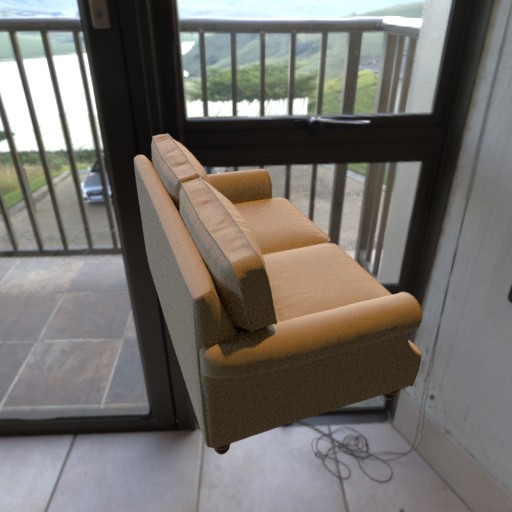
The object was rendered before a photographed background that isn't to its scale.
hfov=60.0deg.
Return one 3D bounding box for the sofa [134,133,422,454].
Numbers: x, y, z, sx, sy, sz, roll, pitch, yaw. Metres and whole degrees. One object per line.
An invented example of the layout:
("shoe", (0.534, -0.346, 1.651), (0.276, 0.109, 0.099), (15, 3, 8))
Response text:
("sofa", (0.000, 0.000, 2.245), (0.964, 0.937, 1.665), (-11, 32, -18))
